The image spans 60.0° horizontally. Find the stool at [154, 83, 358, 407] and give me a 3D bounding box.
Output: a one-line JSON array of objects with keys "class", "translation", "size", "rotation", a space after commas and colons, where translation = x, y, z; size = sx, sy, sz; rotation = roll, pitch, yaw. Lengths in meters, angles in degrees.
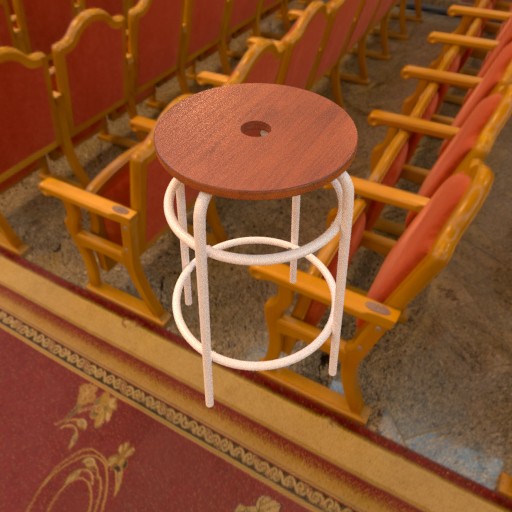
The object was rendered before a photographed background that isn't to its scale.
[{"class": "stool", "translation": [0.000, 0.000, 0.952], "size": [0.455, 0.610, 0.455], "rotation": [23, 50, 20]}]
